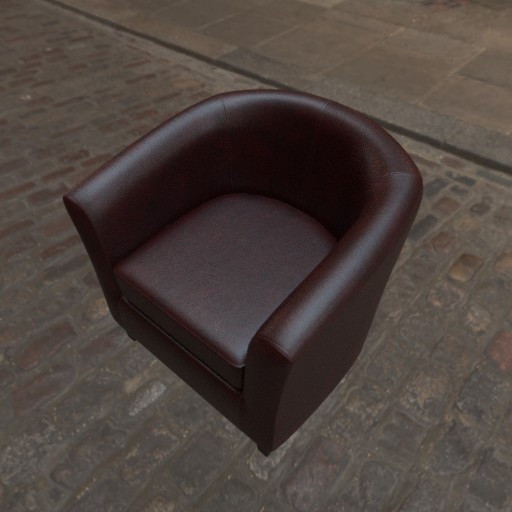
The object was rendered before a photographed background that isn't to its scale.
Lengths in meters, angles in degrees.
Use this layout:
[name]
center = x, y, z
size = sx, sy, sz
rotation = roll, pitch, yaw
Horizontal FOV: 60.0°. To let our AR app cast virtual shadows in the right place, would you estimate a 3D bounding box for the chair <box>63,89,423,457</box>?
[chair]
center = 0.000, 0.000, 1.365
size = 0.792, 0.756, 0.727
rotation = 32, 54, 27
